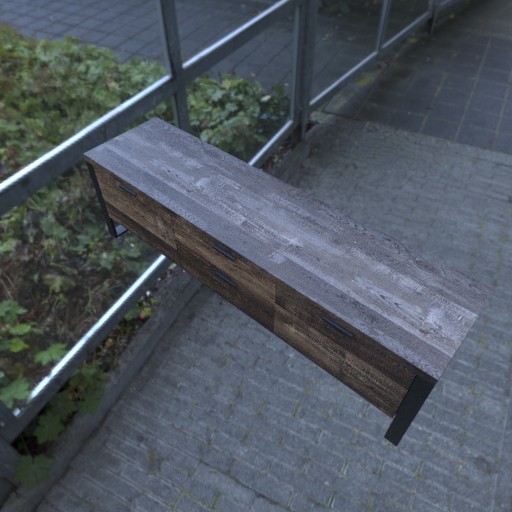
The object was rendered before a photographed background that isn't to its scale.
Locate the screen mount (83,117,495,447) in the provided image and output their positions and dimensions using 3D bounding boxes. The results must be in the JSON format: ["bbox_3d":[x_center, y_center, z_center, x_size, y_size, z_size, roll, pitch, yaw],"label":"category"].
[{"bbox_3d":[0.000,0.000,1.712,1.524,0.450,0.395,32,55,27],"label":"screen mount"}]
